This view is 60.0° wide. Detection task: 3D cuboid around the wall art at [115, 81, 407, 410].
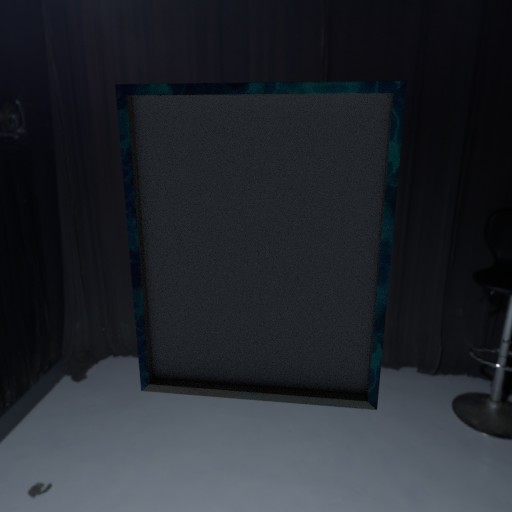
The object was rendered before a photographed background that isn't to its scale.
[{"bbox_3d":[0.000,0.000,1.044,0.609,0.760,0.038,2,17,7],"label":"wall art"}]
